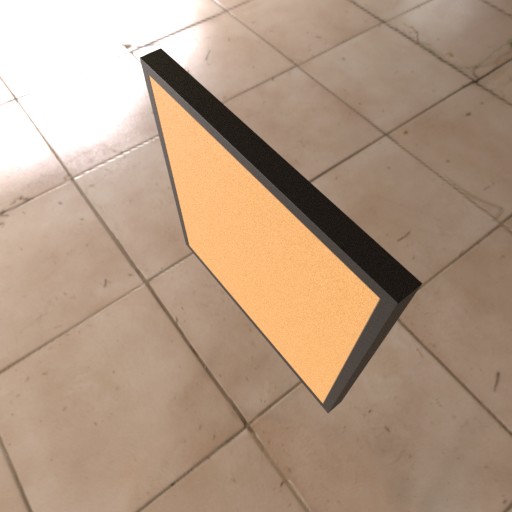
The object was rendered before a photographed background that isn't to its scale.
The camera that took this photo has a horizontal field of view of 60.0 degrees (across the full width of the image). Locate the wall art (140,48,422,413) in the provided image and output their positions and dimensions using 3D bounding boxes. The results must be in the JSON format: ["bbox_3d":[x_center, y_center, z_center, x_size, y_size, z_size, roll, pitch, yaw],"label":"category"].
[{"bbox_3d":[0.000,0.000,0.769,0.037,0.506,0.506,-34,64,-19],"label":"wall art"}]
